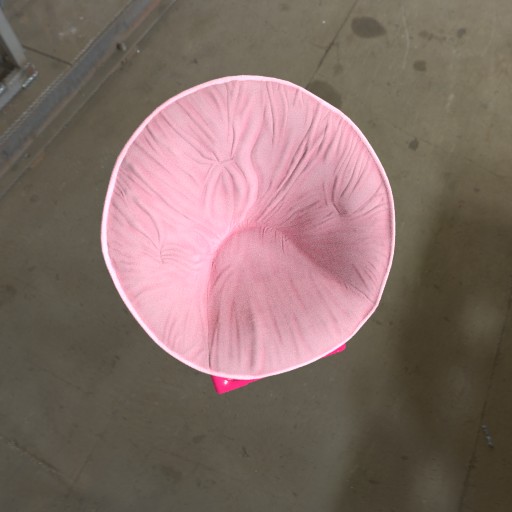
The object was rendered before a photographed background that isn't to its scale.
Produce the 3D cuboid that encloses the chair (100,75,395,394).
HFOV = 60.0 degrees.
[{"bbox_3d":[0.000,0.000,0.880,0.522,0.494,0.459,-17,65,-8],"label":"chair"}]
